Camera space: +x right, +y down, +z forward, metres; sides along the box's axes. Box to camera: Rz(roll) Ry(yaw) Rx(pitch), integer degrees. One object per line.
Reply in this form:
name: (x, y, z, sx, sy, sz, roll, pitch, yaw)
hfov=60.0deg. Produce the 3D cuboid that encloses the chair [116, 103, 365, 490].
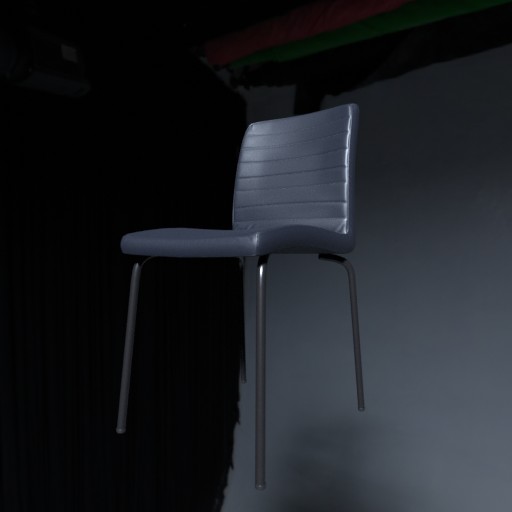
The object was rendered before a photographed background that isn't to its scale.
chair: (0.000, 0.000, 1.185, 0.450, 0.872, 0.572, 1, 2, 36)
